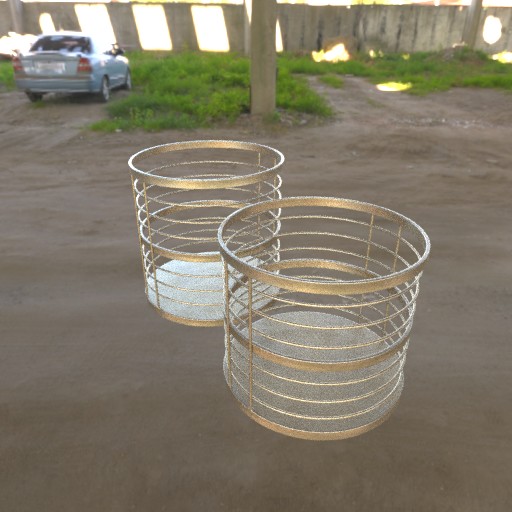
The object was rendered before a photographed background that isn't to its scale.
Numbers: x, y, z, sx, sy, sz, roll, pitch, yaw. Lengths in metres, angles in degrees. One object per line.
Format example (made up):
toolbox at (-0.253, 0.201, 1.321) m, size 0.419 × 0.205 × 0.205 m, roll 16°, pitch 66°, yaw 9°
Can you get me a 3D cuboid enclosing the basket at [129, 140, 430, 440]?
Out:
basket at (0.000, 0.000, 0.963) m, size 0.356 × 0.351 × 0.746 m, roll -18°, pitch 32°, yaw -31°
